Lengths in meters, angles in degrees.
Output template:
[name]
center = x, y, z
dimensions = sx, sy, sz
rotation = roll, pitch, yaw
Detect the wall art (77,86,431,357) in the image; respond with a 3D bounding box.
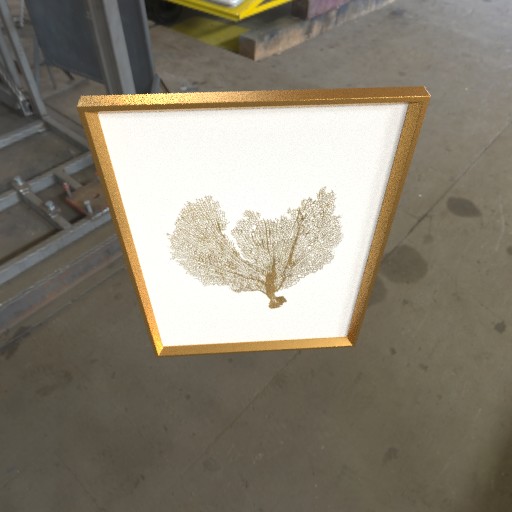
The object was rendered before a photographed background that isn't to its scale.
[wall art]
center = 0.000, 0.000, 1.068
dimensions = 0.610, 0.812, 0.038
rotation = -3, 47, -2
